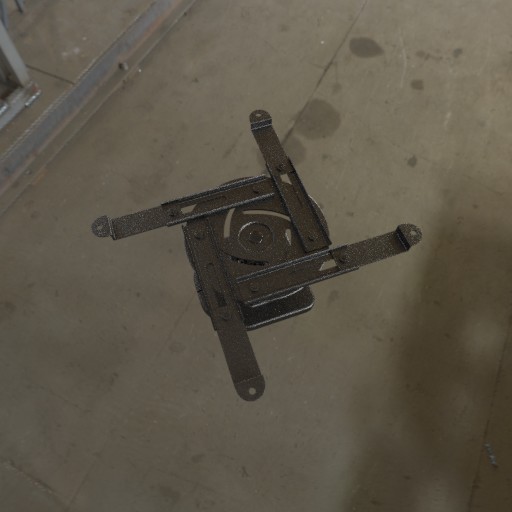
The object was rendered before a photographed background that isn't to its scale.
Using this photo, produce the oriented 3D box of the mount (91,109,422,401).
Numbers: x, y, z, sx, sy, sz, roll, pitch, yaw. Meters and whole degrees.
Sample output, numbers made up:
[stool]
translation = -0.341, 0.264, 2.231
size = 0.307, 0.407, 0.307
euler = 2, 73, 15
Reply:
[mount]
translation = 0.000, 0.000, 0.624
size = 0.394, 0.141, 0.394
euler = -17, 63, -9
